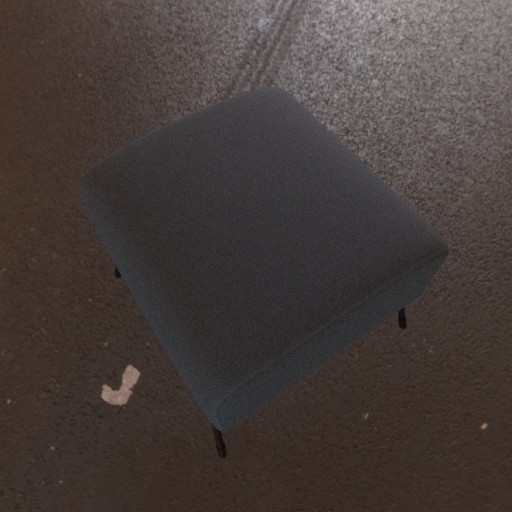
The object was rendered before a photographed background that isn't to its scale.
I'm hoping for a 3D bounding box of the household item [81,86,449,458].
[{"bbox_3d":[0.000,0.000,0.927,0.530,0.420,0.530,-30,63,-17],"label":"household item"}]
